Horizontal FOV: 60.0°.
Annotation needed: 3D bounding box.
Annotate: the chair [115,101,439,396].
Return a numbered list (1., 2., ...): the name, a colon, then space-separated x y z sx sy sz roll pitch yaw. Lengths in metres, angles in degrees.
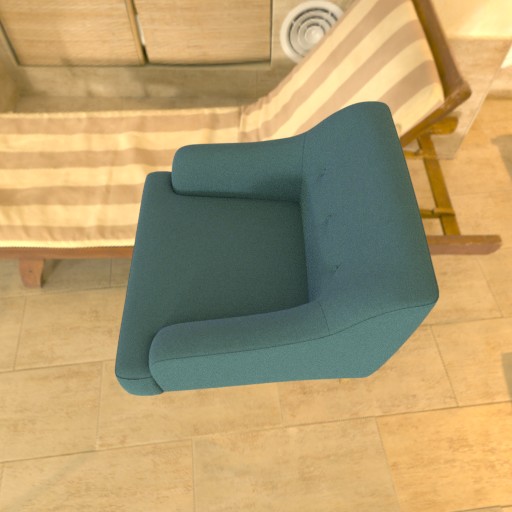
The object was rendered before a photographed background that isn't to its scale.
1. chair: 0.000 0.000 1.669 0.951 0.818 0.946 -1 57 0
